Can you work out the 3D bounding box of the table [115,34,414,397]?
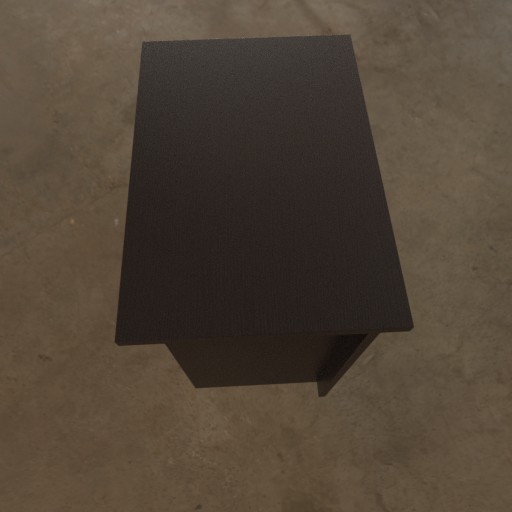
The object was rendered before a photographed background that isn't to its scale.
[{"bbox_3d":[0.000,0.000,1.044,0.408,0.711,0.589,-3,64,-1],"label":"table"}]
